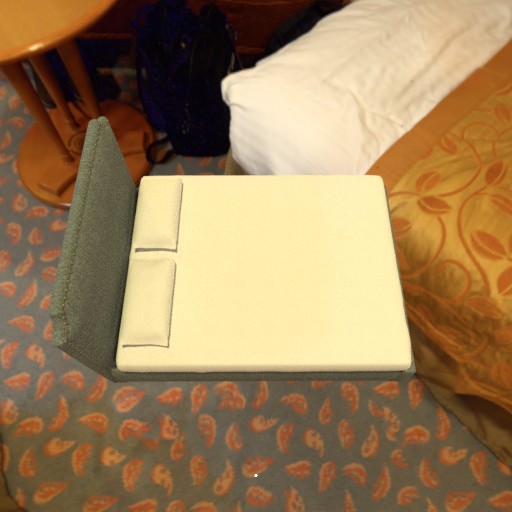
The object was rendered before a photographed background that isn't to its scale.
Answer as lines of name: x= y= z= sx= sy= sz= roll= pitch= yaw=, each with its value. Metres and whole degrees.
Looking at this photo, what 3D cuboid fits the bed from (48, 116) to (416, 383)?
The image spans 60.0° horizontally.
bed: x=0.000 y=0.000 z=3.404 sx=2.372 sy=1.443 sz=1.712 roll=0 pitch=64 yaw=0
